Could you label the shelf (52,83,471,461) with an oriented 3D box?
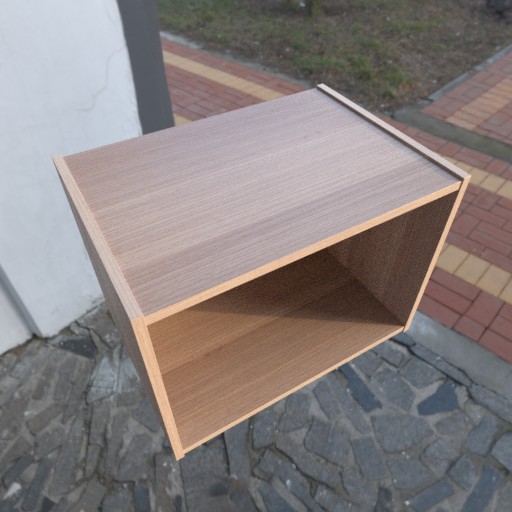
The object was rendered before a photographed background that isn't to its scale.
[{"bbox_3d":[0.000,0.000,0.640,0.415,0.305,0.290,-23,49,-21],"label":"shelf"}]
